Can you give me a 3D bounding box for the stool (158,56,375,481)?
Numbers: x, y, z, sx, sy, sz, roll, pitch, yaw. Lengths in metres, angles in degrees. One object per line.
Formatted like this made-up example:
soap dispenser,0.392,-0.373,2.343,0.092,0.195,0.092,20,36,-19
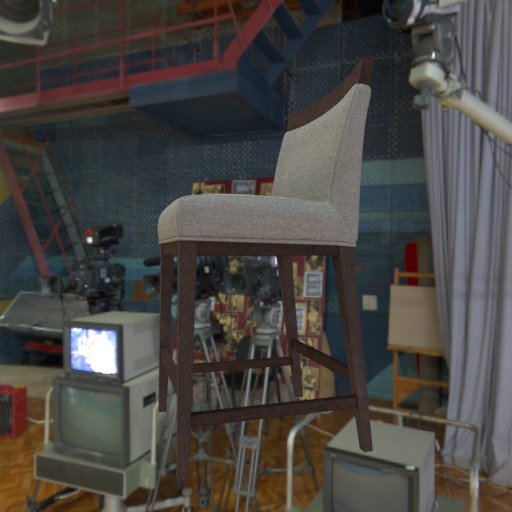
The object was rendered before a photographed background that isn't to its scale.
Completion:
stool,0.000,0.000,1.295,0.531,1.009,0.512,0,1,-18
